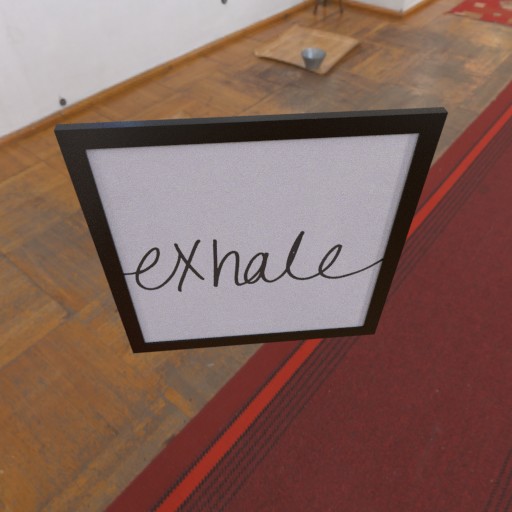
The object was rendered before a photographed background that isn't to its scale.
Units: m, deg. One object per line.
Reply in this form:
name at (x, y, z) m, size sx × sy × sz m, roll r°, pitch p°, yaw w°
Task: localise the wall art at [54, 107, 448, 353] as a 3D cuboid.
wall art at (0.000, 0.000, 0.661) m, size 0.446 × 0.445 × 0.014 m, roll -4°, pitch 45°, yaw -4°
